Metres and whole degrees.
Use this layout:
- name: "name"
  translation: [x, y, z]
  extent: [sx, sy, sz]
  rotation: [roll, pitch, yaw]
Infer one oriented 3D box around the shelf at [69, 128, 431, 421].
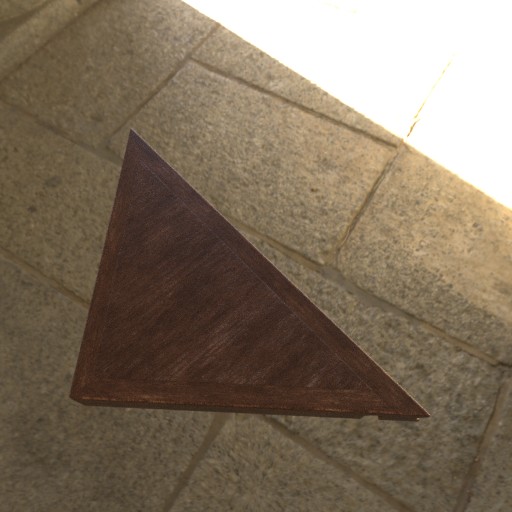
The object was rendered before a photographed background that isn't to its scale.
- name: "shelf"
  translation: [0.000, 0.000, 0.444]
  extent: [0.296, 0.035, 0.296]
  rotation: [2, 62, 1]
